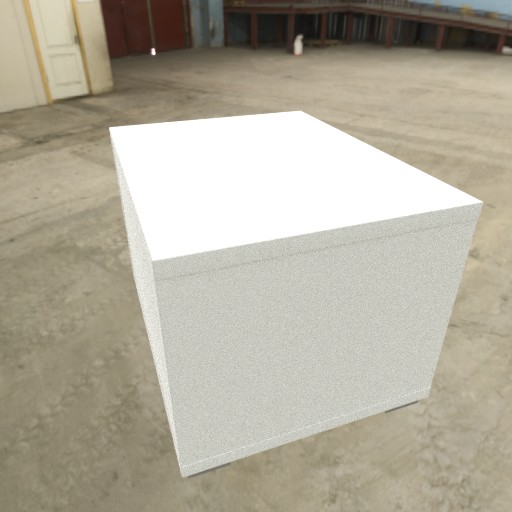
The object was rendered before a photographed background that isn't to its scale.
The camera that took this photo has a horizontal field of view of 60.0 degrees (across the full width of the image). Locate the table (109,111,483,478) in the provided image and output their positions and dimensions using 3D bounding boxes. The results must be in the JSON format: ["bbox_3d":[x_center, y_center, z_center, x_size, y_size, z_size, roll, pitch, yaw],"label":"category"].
[{"bbox_3d":[0.000,0.000,0.776,0.399,0.357,0.517,-11,32,-17],"label":"table"}]
